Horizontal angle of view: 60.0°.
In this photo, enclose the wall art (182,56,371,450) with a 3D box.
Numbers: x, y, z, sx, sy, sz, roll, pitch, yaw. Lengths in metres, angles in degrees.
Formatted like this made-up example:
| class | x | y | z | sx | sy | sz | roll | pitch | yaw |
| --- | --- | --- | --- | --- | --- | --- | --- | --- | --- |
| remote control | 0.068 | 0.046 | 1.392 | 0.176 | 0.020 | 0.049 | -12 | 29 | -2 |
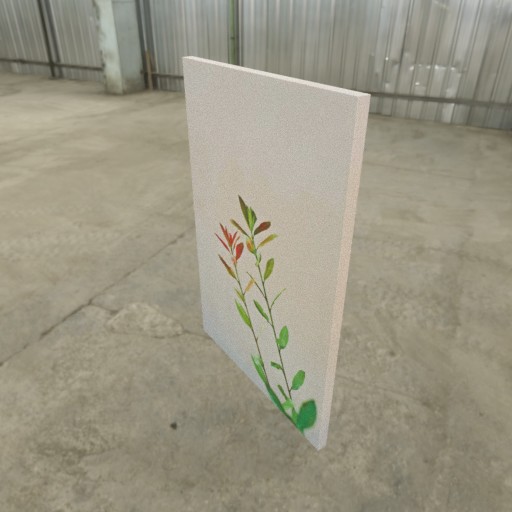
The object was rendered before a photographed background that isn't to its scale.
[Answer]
| class | x | y | z | sx | sy | sz | roll | pitch | yaw |
| --- | --- | --- | --- | --- | --- | --- | --- | --- | --- |
| wall art | 0.000 | 0.000 | 1.471 | 0.038 | 1.143 | 0.764 | -20 | 37 | -30 |
